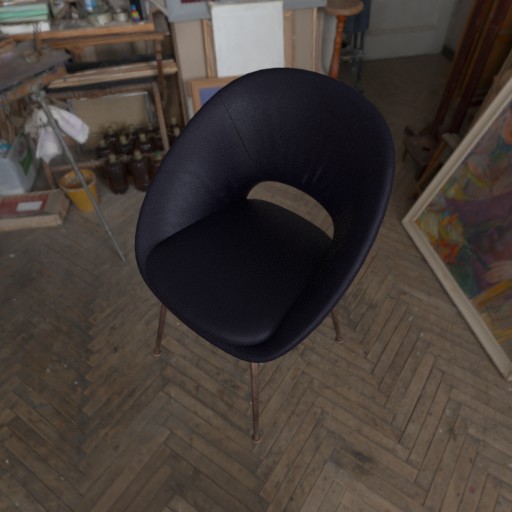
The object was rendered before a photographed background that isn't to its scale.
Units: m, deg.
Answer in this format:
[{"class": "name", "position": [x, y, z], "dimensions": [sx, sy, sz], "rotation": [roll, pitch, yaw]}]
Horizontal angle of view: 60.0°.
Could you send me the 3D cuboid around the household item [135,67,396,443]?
[{"class": "household item", "position": [0.000, 0.000, 1.251], "dimensions": [0.623, 0.852, 0.573], "rotation": [32, 55, 26]}]
